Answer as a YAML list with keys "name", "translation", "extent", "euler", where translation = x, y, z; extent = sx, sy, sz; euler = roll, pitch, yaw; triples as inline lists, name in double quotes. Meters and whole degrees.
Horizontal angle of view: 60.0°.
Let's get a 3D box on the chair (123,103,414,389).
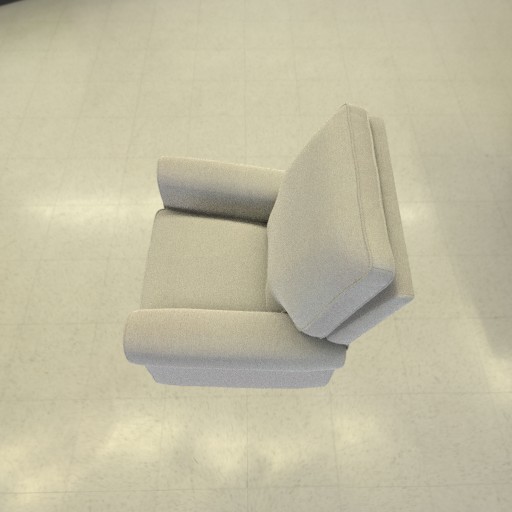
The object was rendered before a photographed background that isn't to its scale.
- name: "chair"
  translation: [0.000, 0.000, 1.706]
  extent: [0.878, 0.960, 0.890]
  euler: [1, 59, 1]
